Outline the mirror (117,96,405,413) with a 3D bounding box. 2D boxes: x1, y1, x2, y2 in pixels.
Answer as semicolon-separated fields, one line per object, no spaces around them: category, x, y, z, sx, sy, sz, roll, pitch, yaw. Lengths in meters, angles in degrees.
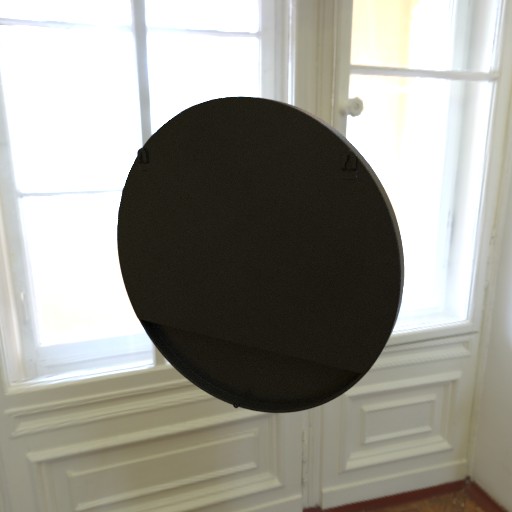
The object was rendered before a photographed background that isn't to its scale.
mirror;0.000;0.000;0.685;0.457;0.457;0.133;8;17;27
